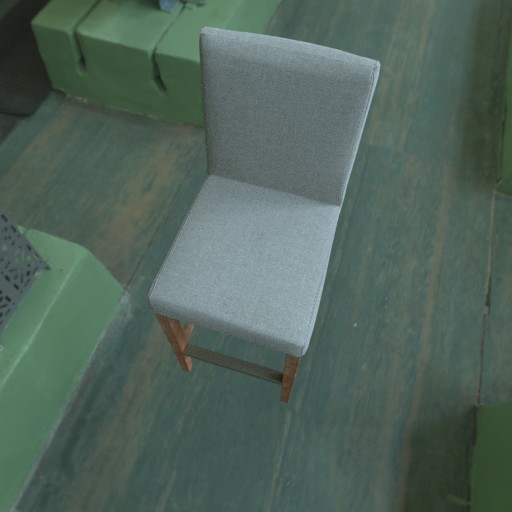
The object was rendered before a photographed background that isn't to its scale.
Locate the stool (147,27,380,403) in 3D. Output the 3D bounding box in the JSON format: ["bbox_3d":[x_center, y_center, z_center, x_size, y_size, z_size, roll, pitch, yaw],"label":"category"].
[{"bbox_3d":[0.000,0.000,1.348,0.439,1.088,0.570,15,61,8],"label":"stool"}]
